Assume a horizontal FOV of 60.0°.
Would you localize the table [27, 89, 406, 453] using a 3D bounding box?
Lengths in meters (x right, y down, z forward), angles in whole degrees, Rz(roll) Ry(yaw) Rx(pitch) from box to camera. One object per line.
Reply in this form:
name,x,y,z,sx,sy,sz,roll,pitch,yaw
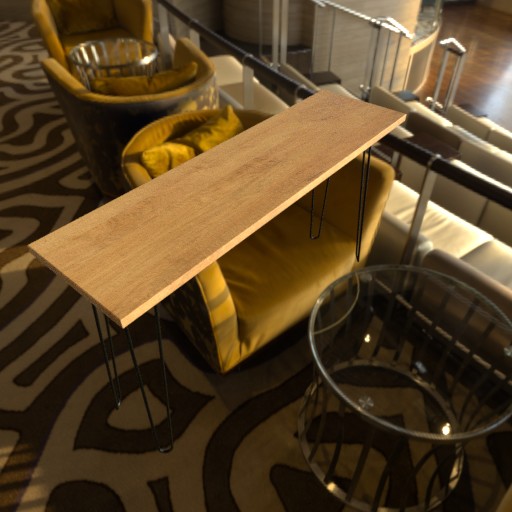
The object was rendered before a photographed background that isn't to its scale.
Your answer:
table,0.000,0.000,1.736,0.399,0.799,1.400,29,49,29
